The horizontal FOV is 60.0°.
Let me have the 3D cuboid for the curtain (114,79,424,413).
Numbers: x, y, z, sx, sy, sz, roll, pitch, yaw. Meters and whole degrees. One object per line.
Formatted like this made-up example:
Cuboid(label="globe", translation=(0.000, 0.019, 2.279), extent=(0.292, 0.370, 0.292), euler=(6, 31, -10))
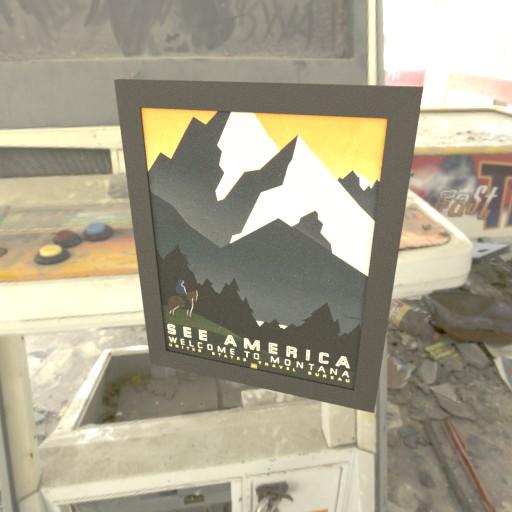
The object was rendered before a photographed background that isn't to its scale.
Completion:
Cuboid(label="curtain", translation=(0.000, 0.000, 0.801), extent=(0.483, 0.585, 0.027), euler=(8, 27, 16))
